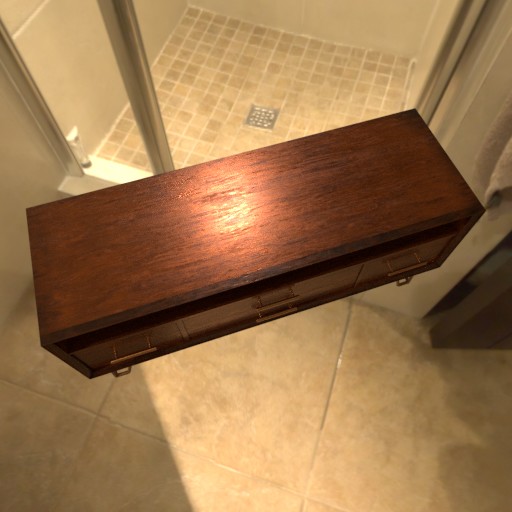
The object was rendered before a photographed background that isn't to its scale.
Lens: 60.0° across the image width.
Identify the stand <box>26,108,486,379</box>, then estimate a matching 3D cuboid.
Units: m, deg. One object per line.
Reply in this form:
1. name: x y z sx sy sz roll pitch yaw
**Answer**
1. stand: 0.000 0.000 1.663 1.372 0.610 0.481 -16 63 -9
